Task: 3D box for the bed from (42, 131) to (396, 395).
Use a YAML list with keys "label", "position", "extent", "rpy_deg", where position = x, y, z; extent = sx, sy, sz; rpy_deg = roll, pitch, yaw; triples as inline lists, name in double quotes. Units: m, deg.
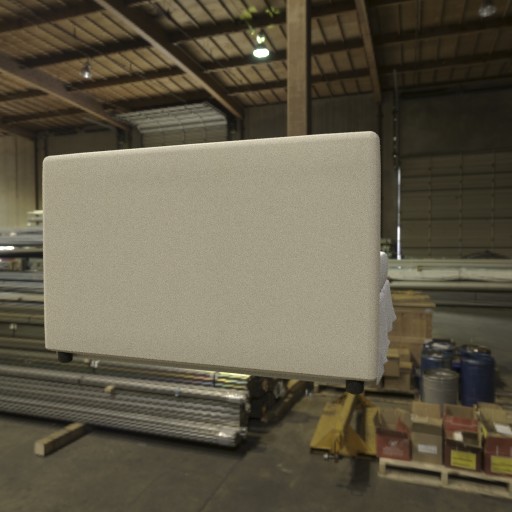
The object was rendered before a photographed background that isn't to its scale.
- label: "bed"
  position: [0.000, 0.000, 3.552]
  extent: [2.119, 1.317, 2.341]
  rpy_deg: [1, 2, 19]
